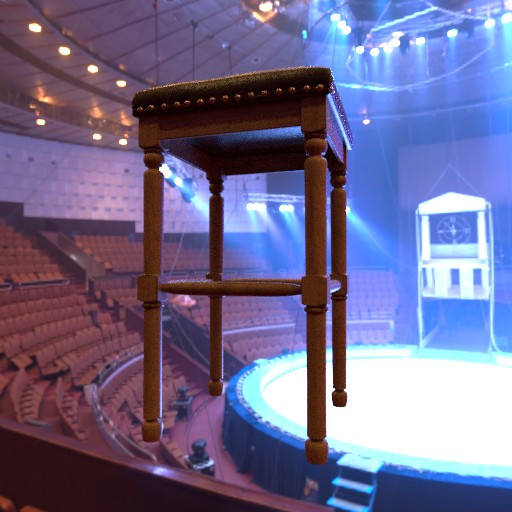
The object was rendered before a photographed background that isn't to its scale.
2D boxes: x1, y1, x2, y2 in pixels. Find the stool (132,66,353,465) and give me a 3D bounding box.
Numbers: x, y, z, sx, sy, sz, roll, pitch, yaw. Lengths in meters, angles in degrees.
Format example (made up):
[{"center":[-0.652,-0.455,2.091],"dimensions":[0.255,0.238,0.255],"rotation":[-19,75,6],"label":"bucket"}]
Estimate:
[{"center":[0.000,0.000,0.954],"dimensions":[0.382,0.702,0.383],"rotation":[-1,-2,18],"label":"stool"}]
